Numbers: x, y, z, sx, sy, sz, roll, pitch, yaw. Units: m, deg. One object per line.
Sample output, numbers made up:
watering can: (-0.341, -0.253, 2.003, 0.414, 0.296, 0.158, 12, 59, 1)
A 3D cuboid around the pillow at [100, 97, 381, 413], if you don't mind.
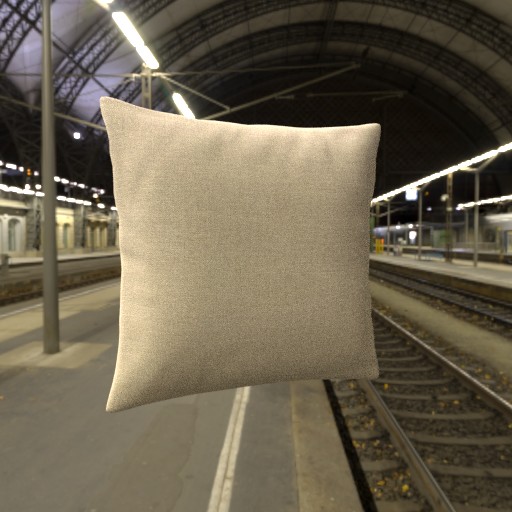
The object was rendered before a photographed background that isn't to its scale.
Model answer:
pillow: (0.000, 0.000, 0.797, 0.523, 0.510, 0.166, -1, 2, -19)
